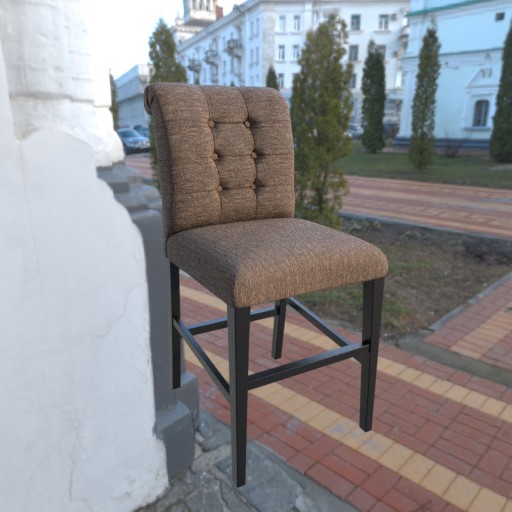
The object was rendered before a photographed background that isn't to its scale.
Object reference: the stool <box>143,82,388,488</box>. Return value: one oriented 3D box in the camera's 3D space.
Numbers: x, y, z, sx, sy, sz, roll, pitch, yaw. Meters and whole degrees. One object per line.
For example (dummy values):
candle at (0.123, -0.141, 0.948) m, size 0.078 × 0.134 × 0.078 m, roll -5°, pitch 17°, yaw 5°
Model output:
stool at (0.000, 0.000, 1.293) m, size 0.457 × 0.970 × 0.611 m, roll -9°, pitch 19°, yaw -28°
